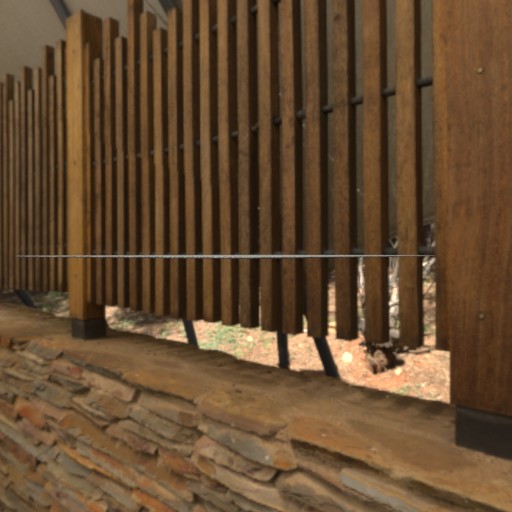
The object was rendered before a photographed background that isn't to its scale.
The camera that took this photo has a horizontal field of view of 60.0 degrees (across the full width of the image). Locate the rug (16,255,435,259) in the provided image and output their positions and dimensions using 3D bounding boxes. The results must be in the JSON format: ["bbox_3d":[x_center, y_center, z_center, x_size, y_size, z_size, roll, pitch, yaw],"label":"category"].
[{"bbox_3d":[0.000,0.000,5.030,2.894,0.011,3.957,0,0,36],"label":"rug"}]
